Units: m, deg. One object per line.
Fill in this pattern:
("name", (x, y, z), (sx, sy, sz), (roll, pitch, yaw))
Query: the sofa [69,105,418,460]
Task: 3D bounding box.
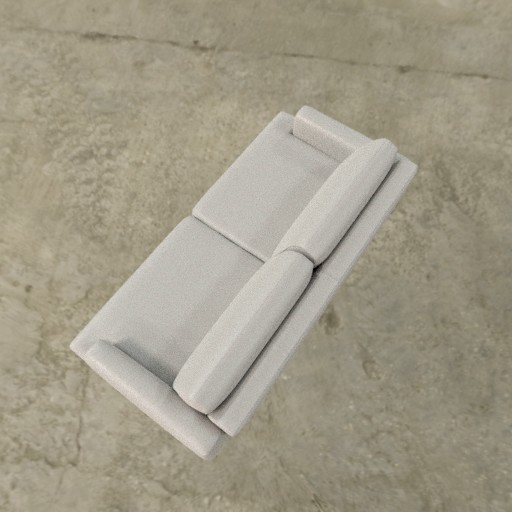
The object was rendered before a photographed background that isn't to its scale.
("sofa", (0.000, 0.000, 2.437), (0.974, 0.765, 1.940), (33, 69, 14))
